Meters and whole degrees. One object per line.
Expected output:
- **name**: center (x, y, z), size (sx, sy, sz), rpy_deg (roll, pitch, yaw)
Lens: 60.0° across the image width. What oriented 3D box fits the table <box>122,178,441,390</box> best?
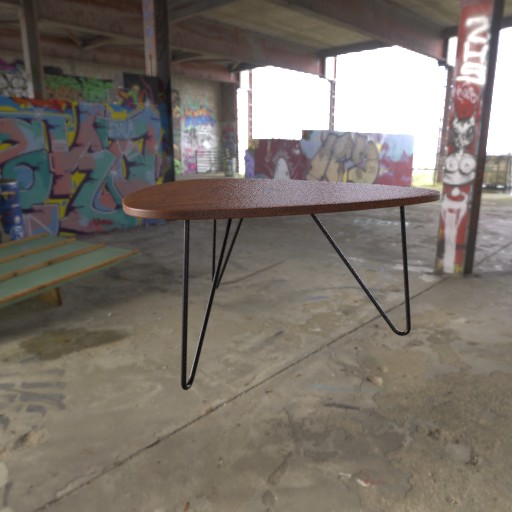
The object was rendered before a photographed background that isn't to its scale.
- **table**: center (0.000, 0.000, 1.339), size (0.833, 0.413, 0.821), rpy_deg (-7, 16, -26)
